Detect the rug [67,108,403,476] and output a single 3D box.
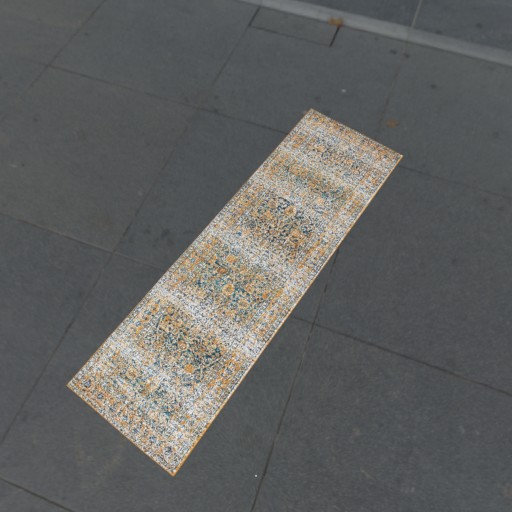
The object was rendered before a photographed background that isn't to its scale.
[{"bbox_3d":[0.000,0.000,2.549,0.704,0.014,2.294,33,68,15],"label":"rug"}]
